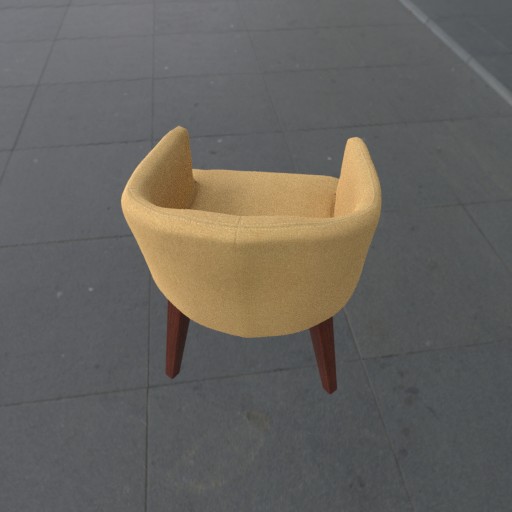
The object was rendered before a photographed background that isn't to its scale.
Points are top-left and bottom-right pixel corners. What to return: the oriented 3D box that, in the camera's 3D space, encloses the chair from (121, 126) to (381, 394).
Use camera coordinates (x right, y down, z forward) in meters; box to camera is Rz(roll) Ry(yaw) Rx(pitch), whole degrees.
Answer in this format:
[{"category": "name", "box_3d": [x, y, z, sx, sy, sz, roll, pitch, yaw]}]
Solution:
[{"category": "chair", "box_3d": [0.000, 0.000, 1.263, 0.583, 0.811, 0.655, 5, 48, 4]}]
